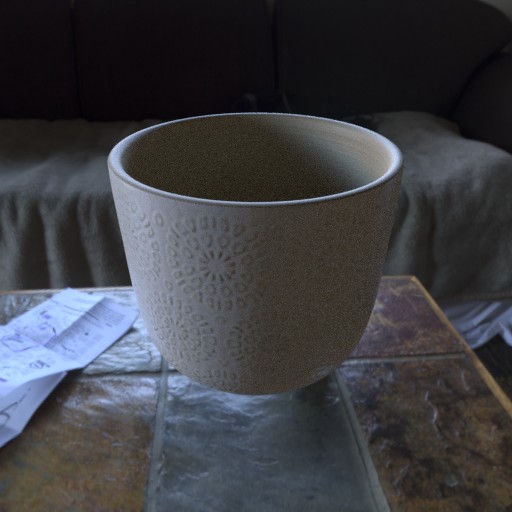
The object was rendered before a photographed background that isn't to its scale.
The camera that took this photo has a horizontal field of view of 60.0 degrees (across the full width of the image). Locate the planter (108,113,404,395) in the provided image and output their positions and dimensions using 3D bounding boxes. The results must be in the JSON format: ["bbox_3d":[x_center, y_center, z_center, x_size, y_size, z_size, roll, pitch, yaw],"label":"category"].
[{"bbox_3d":[0.000,0.000,0.302,0.170,0.152,0.170,0,31,0],"label":"planter"}]
